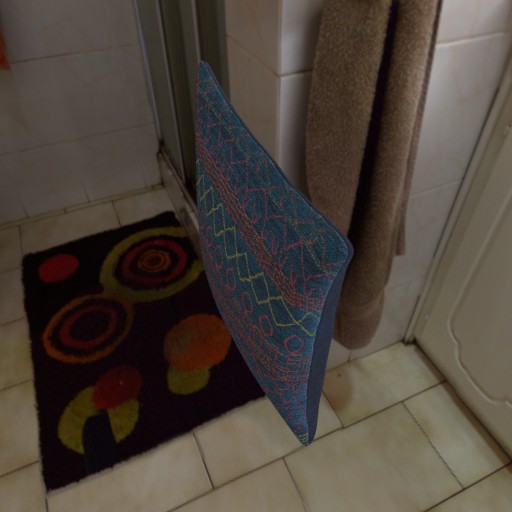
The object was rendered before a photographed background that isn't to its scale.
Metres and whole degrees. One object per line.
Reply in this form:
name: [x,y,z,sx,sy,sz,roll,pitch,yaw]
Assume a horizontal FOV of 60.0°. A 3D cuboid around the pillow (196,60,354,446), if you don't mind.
pillow: [0.000,0.000,0.668,0.141,0.431,0.431,-16,47,-15]
